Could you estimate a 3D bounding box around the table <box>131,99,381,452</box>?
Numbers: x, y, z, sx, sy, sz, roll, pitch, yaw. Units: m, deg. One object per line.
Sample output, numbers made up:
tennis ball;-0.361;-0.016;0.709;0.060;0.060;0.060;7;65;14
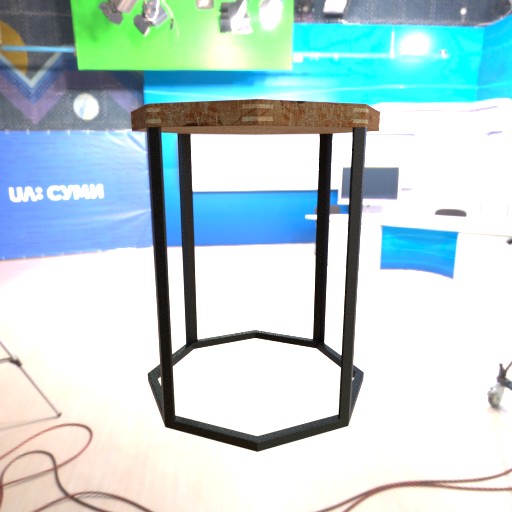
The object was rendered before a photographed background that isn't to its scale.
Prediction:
table;0.000;0.000;0.877;0.458;0.543;0.458;13;19;43
